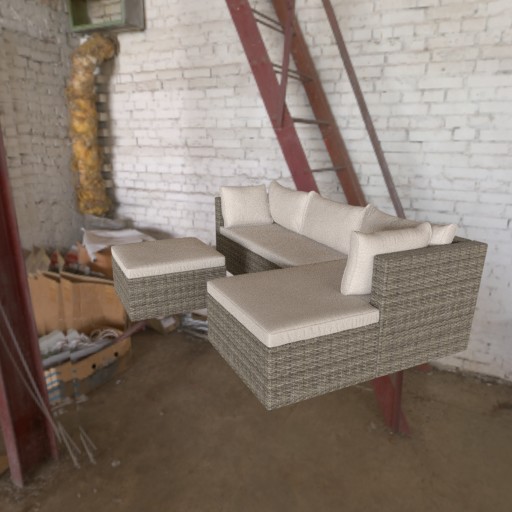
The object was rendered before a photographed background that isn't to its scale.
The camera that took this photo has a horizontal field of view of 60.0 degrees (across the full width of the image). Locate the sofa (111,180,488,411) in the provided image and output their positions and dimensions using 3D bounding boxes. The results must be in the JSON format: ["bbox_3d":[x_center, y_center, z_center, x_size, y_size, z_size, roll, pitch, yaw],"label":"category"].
[{"bbox_3d":[0.000,0.000,2.997,1.662,0.766,2.192,-8,18,-25],"label":"sofa"}]
